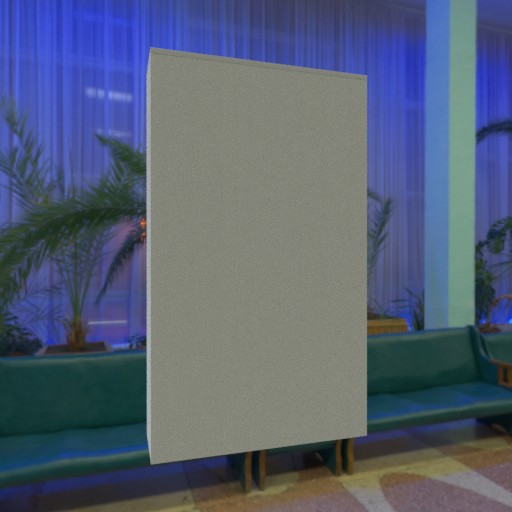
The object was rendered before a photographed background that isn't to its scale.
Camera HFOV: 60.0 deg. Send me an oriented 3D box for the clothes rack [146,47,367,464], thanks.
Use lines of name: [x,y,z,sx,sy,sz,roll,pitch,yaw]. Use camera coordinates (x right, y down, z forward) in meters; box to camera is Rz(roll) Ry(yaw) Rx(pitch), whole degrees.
clothes rack: [0.000,0.000,1.587,0.750,1.280,0.250,0,0,-17]
